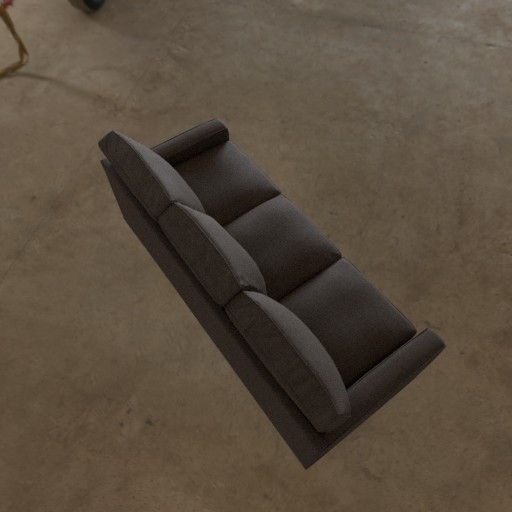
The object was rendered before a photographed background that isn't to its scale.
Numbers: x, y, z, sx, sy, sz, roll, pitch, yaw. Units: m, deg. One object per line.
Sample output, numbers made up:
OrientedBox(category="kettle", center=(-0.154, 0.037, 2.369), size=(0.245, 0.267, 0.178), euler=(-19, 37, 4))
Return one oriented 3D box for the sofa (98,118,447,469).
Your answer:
OrientedBox(category="sofa", center=(0.000, 0.000, 2.948), size=(1.004, 0.978, 2.369), euler=(-32, 63, -18))
